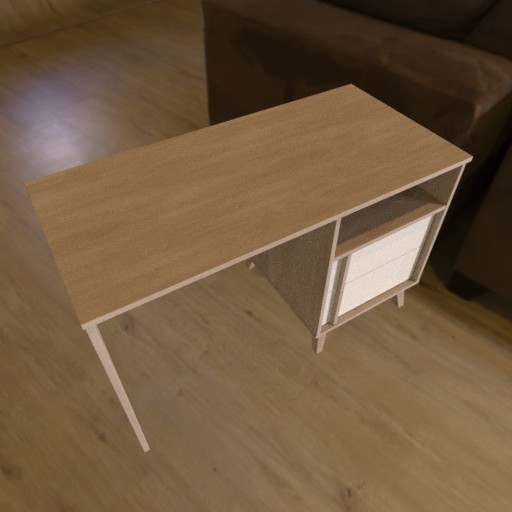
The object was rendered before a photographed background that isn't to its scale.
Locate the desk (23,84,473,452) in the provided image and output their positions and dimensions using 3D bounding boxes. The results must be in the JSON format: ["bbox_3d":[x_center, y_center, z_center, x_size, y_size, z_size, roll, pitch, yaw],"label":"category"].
[{"bbox_3d":[0.000,0.000,1.638,1.251,0.770,0.600,-24,50,-21],"label":"desk"}]
